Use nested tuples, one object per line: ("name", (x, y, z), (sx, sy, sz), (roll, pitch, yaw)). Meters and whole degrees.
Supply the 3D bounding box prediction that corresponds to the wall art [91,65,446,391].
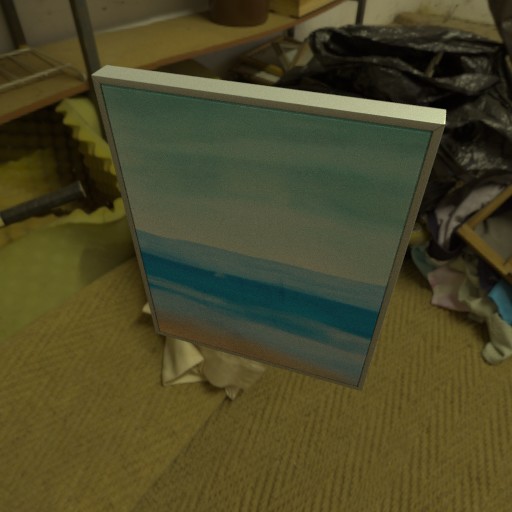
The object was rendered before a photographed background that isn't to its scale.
("wall art", (0.000, 0.000, 0.733), (0.445, 0.553, 0.039), (13, 44, 13))
